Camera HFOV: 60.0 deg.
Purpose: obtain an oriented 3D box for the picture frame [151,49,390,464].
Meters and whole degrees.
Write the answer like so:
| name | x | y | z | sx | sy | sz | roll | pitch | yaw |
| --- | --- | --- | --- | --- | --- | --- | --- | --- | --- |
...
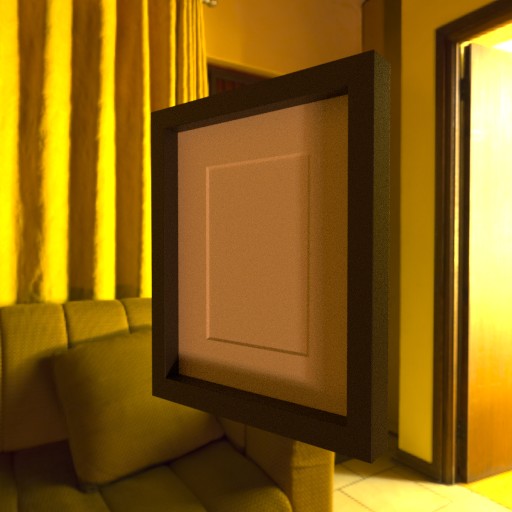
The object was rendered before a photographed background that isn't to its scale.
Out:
| name | x | y | z | sx | sy | sz | roll | pitch | yaw |
| --- | --- | --- | --- | --- | --- | --- | --- | --- | --- |
| picture frame | 0.000 | 0.000 | 0.390 | 0.232 | 0.284 | 0.042 | 1 | 1 | 37 |
